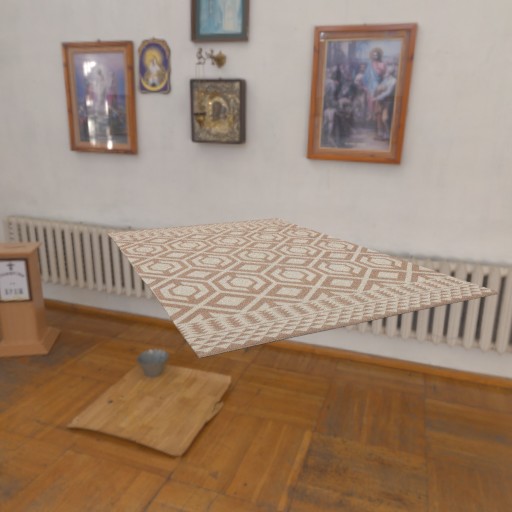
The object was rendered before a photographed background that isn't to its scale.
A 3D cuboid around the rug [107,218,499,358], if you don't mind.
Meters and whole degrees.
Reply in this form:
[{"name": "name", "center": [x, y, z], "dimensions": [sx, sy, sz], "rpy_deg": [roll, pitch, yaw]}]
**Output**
[{"name": "rug", "center": [0.000, 0.000, 2.263], "dimensions": [1.219, 0.008, 1.829], "rpy_deg": [-7, 16, -25]}]
